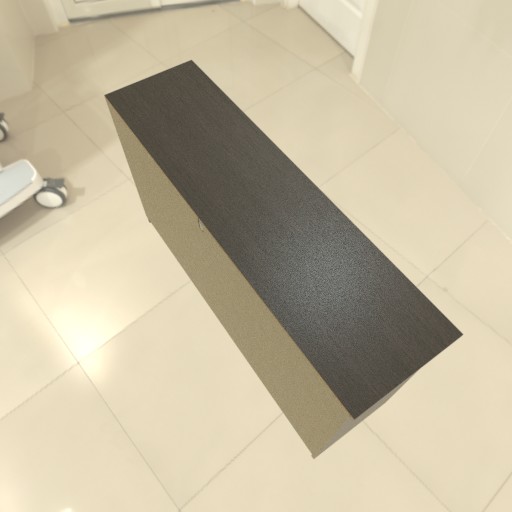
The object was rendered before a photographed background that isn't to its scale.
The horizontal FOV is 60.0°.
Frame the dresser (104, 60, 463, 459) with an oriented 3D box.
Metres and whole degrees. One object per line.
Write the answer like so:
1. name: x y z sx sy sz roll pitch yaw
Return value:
1. dresser: 0.000 0.000 1.683 0.401 0.755 1.360 -30 63 -17
